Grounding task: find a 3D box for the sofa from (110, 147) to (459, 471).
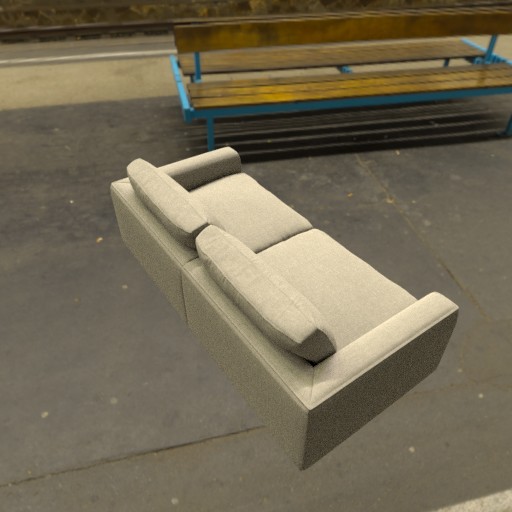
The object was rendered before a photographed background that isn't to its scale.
[{"bbox_3d":[0.000,0.000,2.847,1.070,0.801,2.262,-25,46,-26],"label":"sofa"}]
